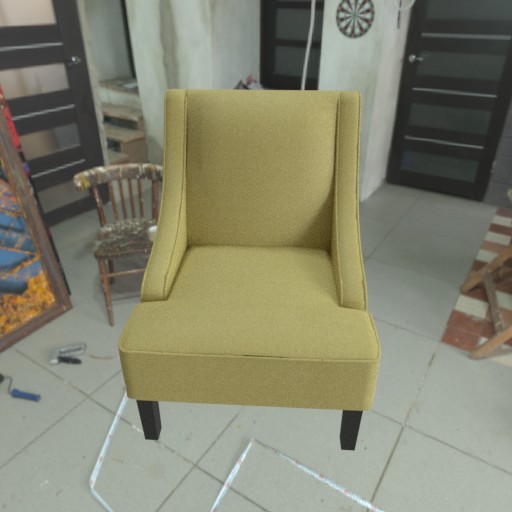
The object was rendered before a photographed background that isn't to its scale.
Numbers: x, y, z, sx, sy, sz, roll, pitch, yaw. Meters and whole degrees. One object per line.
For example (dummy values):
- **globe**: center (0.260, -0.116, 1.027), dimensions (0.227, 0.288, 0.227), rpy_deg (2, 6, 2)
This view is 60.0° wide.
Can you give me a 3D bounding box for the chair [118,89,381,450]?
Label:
- **chair**: center (0.000, 0.000, 1.441), dimensions (0.696, 0.896, 0.814), rpy_deg (2, 31, 3)
